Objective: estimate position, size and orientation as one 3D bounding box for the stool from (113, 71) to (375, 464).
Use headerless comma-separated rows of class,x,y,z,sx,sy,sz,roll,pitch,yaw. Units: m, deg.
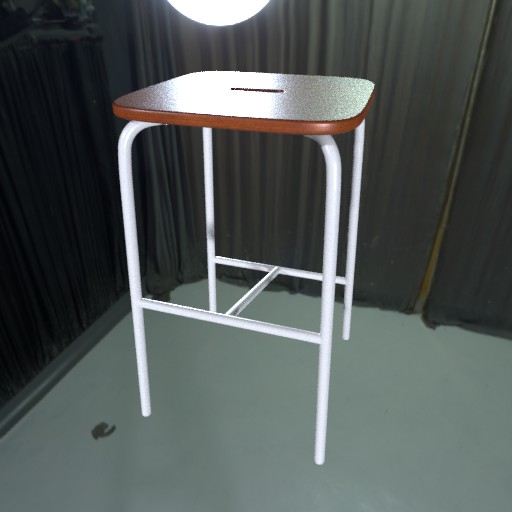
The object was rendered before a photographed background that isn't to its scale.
stool,0.000,0.000,0.857,0.376,0.610,0.376,9,31,15
